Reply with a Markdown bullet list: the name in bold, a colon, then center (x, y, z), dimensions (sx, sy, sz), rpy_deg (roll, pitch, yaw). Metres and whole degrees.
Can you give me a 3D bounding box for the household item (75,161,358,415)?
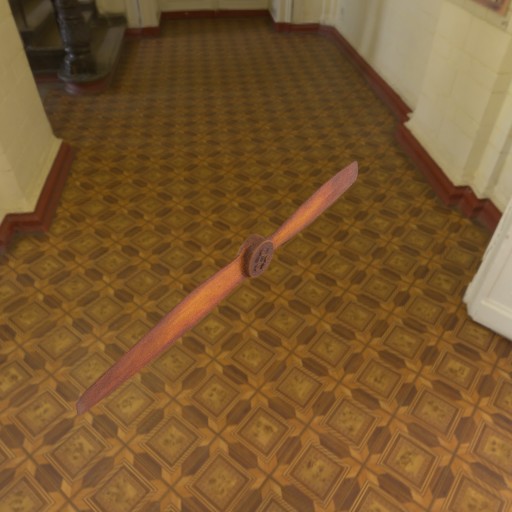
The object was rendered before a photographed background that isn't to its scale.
- **household item**: center (0.000, 0.000, 1.241), dimensions (0.051, 0.121, 1.181), rpy_deg (28, 49, 27)
